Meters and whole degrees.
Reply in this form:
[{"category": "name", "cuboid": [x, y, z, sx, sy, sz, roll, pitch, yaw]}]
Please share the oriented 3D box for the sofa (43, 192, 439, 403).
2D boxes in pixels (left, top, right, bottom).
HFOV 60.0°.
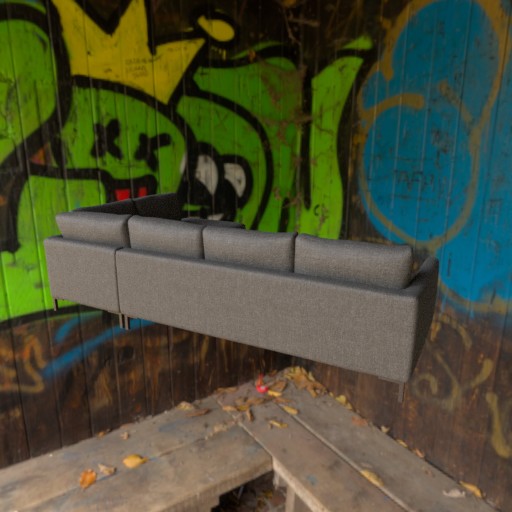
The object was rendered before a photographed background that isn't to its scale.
[{"category": "sofa", "cuboid": [0.000, 0.000, 3.821, 2.972, 0.858, 1.984, 8, 17, 27]}]
